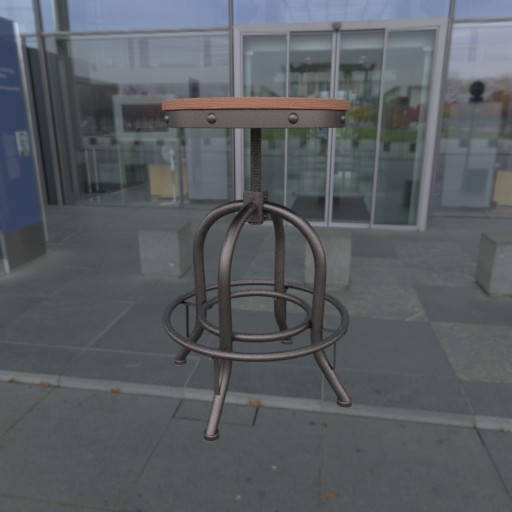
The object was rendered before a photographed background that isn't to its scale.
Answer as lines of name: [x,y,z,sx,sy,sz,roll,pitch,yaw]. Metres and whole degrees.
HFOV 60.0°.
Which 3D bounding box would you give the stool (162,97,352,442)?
stool: [0.000,0.000,0.927,0.439,0.609,0.439,7,18,23]
